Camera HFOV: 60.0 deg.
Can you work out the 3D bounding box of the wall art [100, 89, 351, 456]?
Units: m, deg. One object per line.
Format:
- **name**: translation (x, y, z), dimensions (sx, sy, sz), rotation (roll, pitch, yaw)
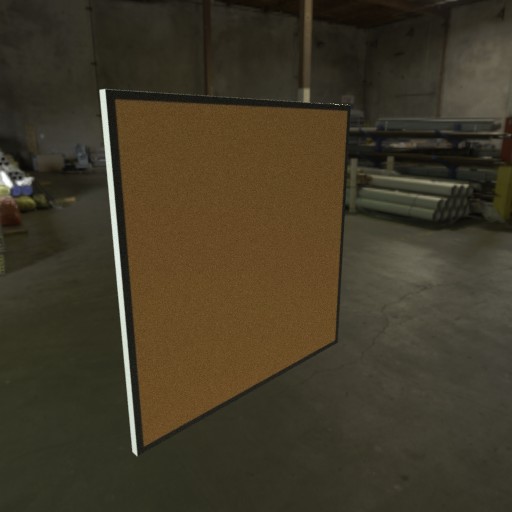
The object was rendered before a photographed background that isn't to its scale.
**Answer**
- **wall art**: translation (0.000, 0.000, 1.203), dimensions (0.022, 0.803, 0.805), rotation (15, 22, 43)
